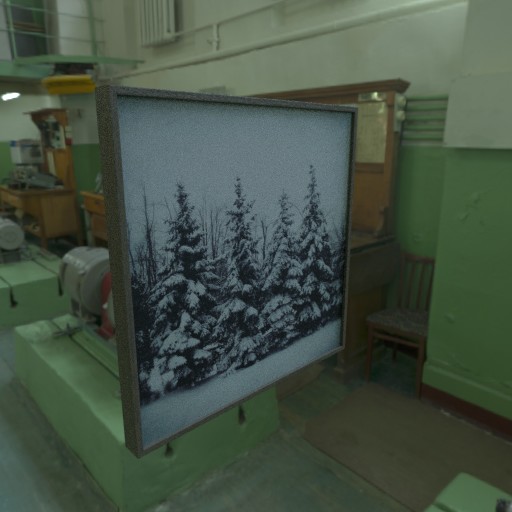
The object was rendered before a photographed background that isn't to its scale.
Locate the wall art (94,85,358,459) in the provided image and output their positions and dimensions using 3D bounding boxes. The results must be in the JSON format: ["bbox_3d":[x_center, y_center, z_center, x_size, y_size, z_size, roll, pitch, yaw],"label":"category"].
[{"bbox_3d":[0.000,0.000,0.758,0.507,0.507,0.037,-14,20,-42],"label":"wall art"}]
